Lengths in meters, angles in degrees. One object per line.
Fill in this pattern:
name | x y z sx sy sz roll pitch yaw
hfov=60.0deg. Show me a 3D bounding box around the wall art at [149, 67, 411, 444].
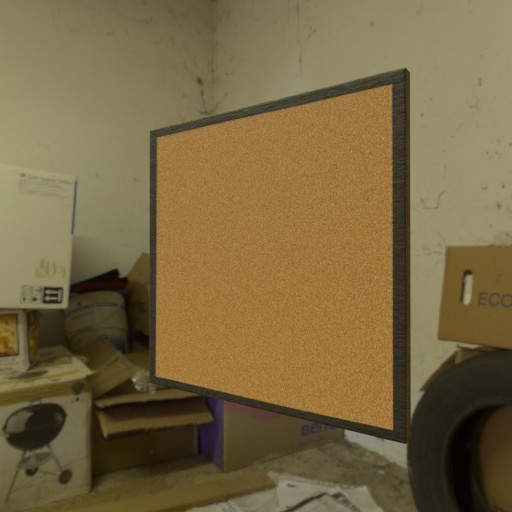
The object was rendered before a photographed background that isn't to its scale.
wall art | 0.000 0.000 1.025 0.695 0.691 0.029 0 0 35
